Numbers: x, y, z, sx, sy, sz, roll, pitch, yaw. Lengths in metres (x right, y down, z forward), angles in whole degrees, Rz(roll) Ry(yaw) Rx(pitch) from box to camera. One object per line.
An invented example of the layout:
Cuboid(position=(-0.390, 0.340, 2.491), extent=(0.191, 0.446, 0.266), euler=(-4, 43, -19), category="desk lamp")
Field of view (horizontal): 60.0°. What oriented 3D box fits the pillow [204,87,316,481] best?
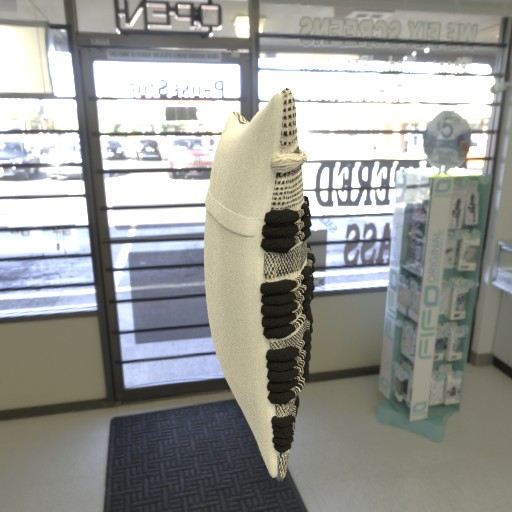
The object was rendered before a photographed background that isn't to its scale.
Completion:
Cuboid(position=(0.000, 0.000, 0.669), extent=(0.156, 0.438, 0.436), euler=(-2, 16, -9), category="pillow")
